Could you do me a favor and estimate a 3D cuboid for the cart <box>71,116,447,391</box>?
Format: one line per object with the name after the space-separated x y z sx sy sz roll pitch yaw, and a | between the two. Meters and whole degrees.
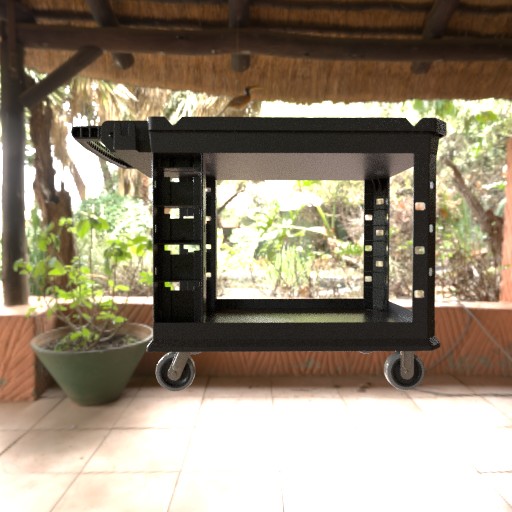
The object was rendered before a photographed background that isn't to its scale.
0.000 0.000 1.725 1.239 0.884 0.674 0 2 -1 | cart
